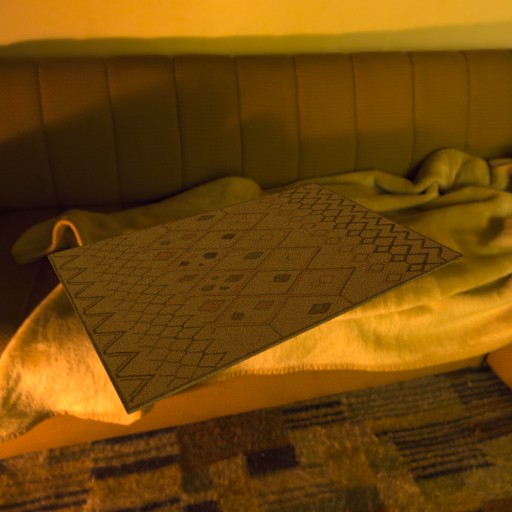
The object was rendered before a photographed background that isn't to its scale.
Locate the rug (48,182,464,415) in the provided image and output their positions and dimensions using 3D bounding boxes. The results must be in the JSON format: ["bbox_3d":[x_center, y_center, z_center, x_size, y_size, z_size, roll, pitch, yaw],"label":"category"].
[{"bbox_3d":[0.000,0.000,2.334,1.829,0.016,1.219,-19,36,-28],"label":"rug"}]
